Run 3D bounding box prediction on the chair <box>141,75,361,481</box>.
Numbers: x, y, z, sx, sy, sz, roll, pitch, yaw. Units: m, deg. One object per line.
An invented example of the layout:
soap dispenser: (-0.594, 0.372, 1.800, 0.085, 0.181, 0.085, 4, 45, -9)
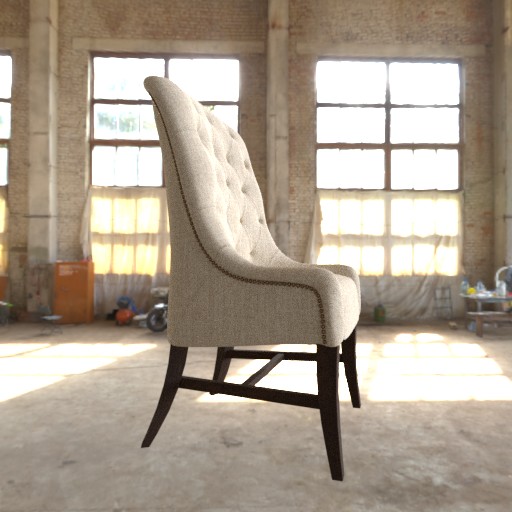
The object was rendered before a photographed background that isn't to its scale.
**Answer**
chair: (0.000, 0.000, 1.438, 0.629, 1.091, 0.634, 0, 0, 18)
